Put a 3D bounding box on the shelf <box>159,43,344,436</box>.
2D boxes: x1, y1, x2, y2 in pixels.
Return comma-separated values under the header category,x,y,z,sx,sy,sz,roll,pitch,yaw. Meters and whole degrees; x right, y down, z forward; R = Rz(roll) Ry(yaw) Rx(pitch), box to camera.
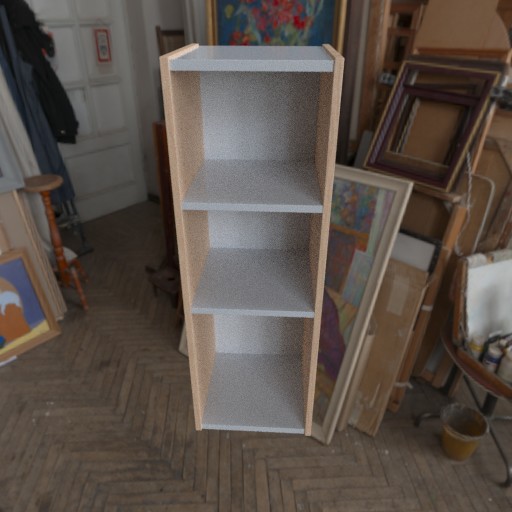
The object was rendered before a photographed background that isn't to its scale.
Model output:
category,x,y,z,sx,sy,sz,roll,pitch,yaw
shelf,0.000,0.000,1.063,0.300,0.900,0.290,2,30,3
